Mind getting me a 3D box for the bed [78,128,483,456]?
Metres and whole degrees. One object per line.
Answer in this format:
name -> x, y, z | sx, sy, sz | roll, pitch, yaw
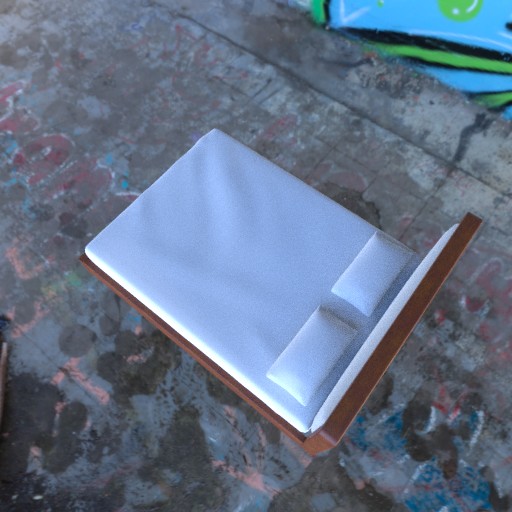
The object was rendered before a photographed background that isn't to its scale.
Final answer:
bed -> 0.000, 0.000, 3.198 | 2.196, 1.275, 1.587 | 35, 69, 16
